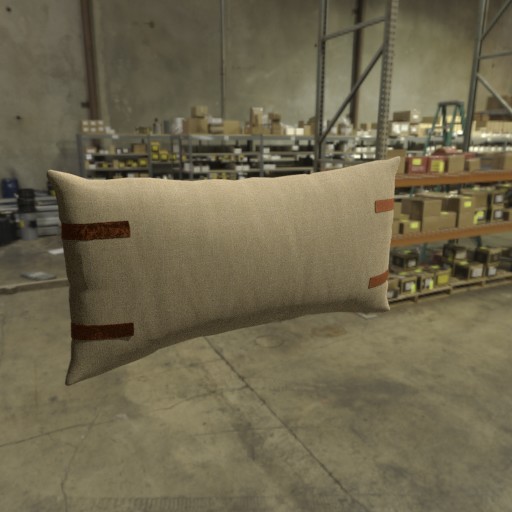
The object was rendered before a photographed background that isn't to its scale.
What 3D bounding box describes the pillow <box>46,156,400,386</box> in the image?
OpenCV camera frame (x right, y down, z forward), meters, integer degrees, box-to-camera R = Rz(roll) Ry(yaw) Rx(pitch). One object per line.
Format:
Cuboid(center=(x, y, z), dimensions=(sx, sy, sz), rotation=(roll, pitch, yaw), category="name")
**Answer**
Cuboid(center=(0.000, 0.000, 0.727), dimensions=(0.612, 0.308, 0.148), rotation=(-8, 17, -26), category="pillow")
